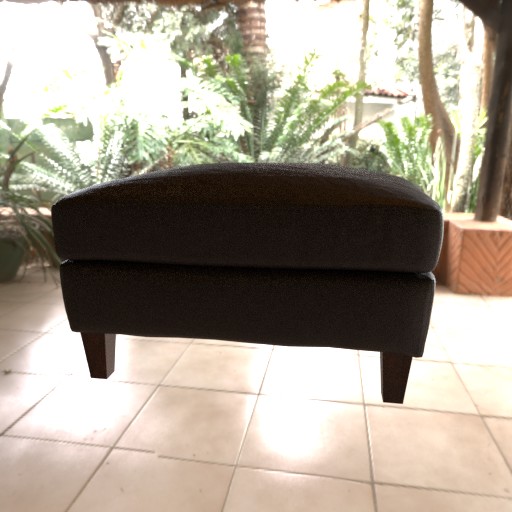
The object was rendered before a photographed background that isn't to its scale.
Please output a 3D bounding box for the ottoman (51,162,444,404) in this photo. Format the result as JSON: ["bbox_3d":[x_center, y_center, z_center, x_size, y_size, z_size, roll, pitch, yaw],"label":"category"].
[{"bbox_3d":[0.000,0.000,1.271,0.887,0.529,0.659,2,14,9],"label":"ottoman"}]
